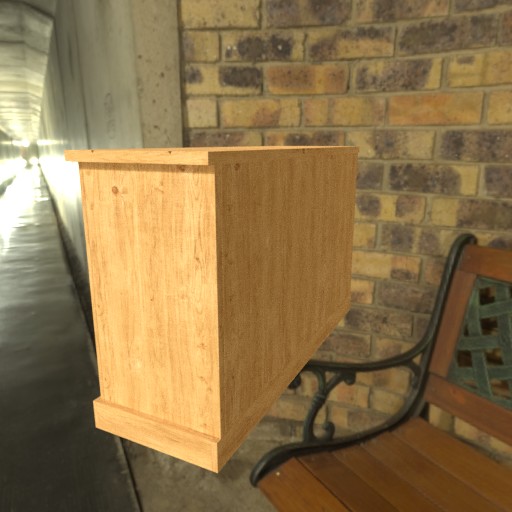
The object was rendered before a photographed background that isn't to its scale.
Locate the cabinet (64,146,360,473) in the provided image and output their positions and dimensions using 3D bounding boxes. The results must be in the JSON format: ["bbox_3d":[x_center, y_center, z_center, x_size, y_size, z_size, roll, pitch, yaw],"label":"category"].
[{"bbox_3d":[0.000,0.000,1.706,0.432,0.810,1.321,7,16,26],"label":"cabinet"}]
